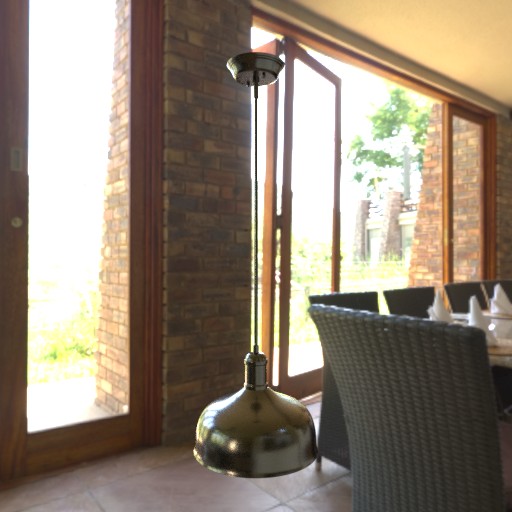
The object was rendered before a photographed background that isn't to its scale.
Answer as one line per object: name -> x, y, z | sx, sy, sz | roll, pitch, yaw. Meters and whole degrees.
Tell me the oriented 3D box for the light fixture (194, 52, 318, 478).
light fixture -> 0.000, 0.000, 1.083 | 0.299, 0.935, 0.299 | 0, -1, -35
